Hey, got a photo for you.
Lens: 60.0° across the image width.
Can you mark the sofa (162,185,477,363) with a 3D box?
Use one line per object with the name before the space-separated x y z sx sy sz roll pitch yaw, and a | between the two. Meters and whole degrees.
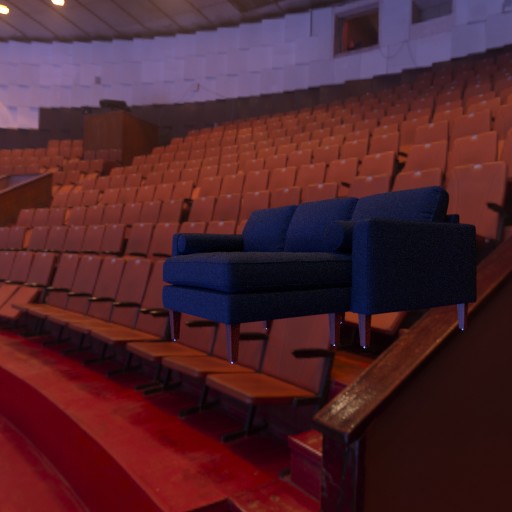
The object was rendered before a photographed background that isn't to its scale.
sofa | 0.000 0.000 2.968 1.613 0.841 2.185 0 1 -35
